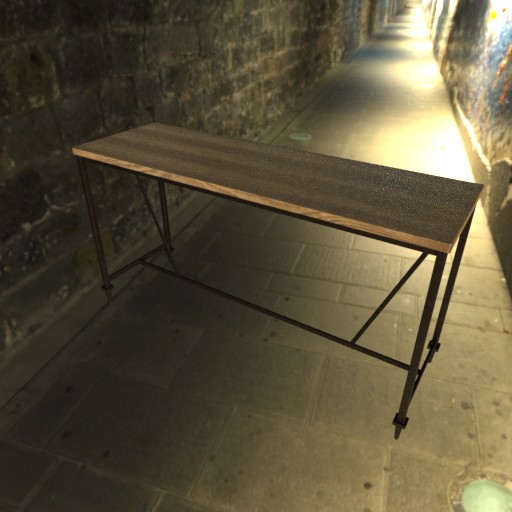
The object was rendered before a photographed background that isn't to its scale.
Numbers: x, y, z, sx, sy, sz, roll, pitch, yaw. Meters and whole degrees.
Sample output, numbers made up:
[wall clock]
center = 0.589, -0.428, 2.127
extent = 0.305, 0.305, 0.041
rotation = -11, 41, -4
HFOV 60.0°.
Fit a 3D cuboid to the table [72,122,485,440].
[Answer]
[table]
center = 0.000, 0.000, 2.094
extent = 1.700, 0.902, 0.551
rotation = 18, 35, 28
